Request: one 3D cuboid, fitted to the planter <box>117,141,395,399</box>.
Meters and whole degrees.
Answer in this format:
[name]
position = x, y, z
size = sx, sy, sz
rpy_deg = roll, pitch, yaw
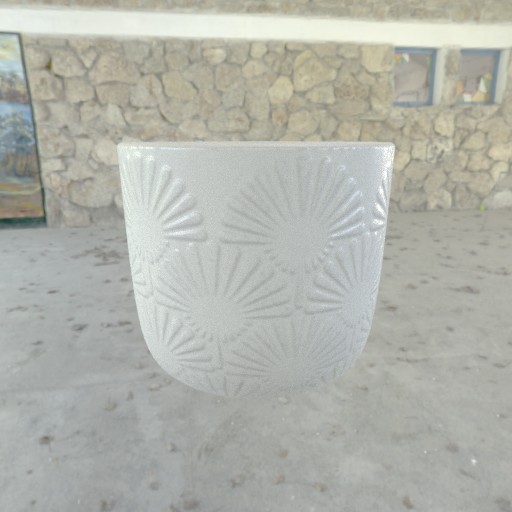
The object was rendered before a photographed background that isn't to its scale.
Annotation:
[planter]
position = 0.000, 0.000, 0.220
size = 0.124, 0.109, 0.124
rpy_deg = 0, 15, 0
